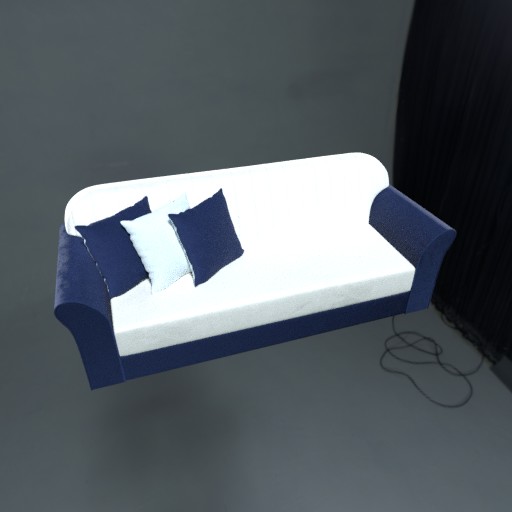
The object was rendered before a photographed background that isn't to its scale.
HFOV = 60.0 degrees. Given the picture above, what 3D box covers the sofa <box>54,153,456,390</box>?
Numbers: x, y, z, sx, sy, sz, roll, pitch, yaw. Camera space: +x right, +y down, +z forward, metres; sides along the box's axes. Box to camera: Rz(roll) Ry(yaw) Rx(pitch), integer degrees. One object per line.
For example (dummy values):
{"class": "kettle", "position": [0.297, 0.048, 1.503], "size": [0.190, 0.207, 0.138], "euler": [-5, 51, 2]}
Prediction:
{"class": "sofa", "position": [0.000, 0.000, 2.471], "size": [2.006, 0.789, 0.749], "euler": [-10, 35, -15]}
